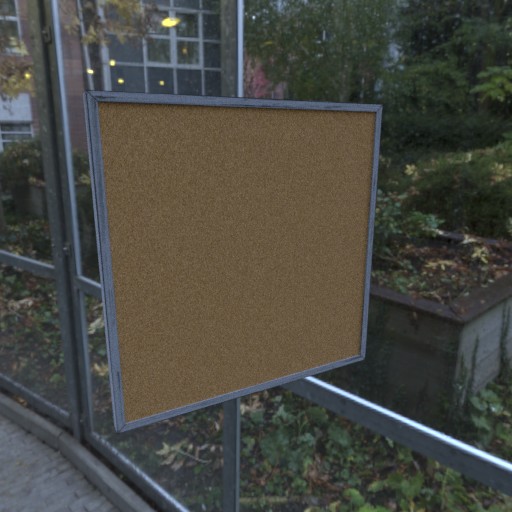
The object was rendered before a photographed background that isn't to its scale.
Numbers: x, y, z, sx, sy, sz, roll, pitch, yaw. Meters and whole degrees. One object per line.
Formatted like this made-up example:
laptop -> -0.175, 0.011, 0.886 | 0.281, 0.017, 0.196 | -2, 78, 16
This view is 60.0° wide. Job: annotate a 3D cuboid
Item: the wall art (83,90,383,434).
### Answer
wall art -> 0.000, 0.000, 1.134 | 0.761, 0.761, 0.037 | -8, 17, -28
